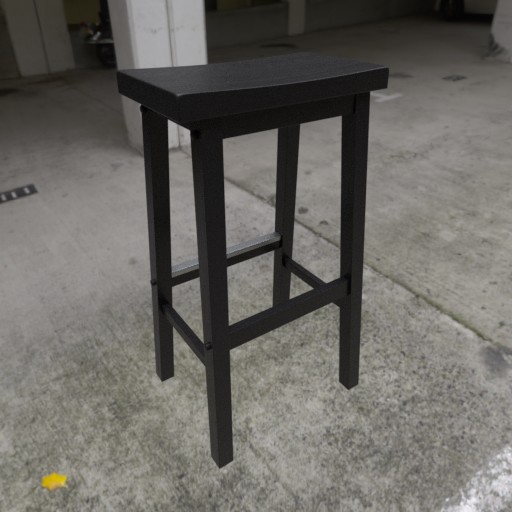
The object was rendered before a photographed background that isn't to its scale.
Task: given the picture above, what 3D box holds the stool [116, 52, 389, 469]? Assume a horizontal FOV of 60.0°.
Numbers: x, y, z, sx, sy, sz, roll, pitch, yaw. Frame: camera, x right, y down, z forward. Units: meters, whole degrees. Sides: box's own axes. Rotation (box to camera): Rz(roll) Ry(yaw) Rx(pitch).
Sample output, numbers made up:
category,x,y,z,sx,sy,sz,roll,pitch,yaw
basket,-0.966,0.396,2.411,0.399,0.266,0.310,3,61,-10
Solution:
category,x,y,z,sx,sy,sz,roll,pitch,yaw
stool,0.000,0.000,0.939,0.406,0.742,0.322,-20,37,-29
